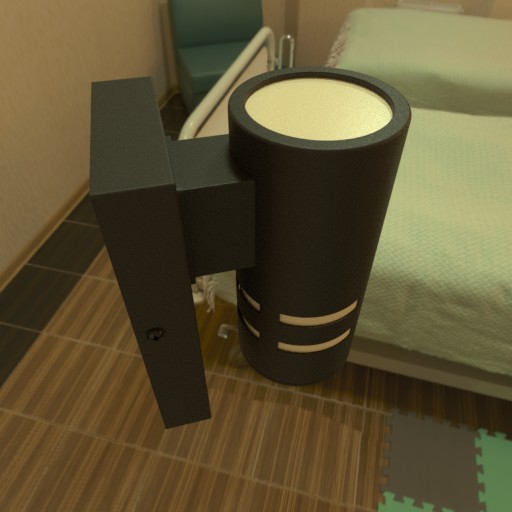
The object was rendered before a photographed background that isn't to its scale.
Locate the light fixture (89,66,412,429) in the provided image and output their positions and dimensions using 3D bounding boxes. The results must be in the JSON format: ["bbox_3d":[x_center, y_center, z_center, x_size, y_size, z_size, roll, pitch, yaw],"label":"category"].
[{"bbox_3d":[0.000,0.000,0.254,0.138,0.179,0.098,-10,46,-10],"label":"light fixture"}]
